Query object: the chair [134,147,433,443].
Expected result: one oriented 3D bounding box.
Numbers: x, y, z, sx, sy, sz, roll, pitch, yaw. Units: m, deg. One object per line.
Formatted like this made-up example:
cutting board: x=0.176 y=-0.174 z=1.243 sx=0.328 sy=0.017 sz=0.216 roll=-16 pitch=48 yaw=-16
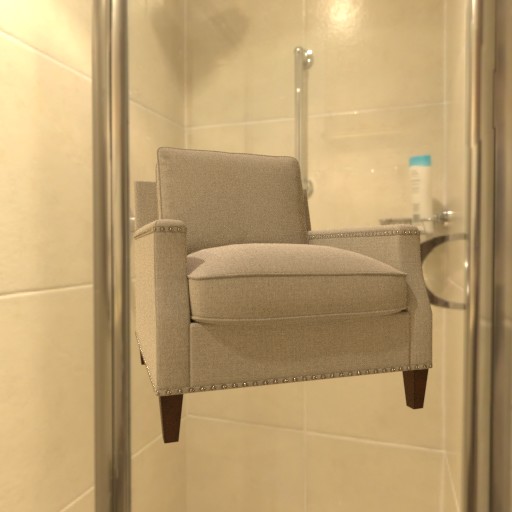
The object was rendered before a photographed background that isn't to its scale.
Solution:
chair: x=0.000 y=0.000 z=1.687 sx=0.853 sy=0.943 sz=1.014 roll=0 pitch=1 yaw=-18
